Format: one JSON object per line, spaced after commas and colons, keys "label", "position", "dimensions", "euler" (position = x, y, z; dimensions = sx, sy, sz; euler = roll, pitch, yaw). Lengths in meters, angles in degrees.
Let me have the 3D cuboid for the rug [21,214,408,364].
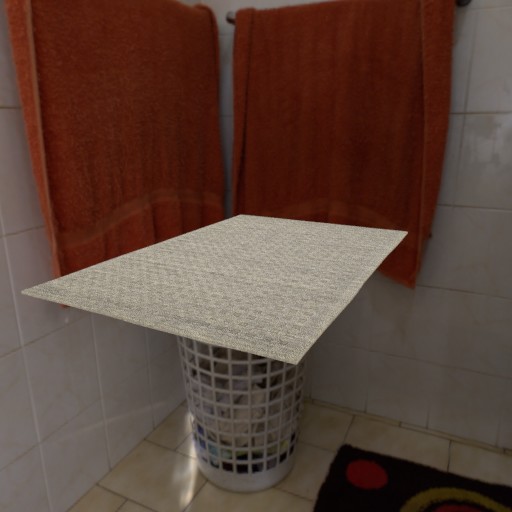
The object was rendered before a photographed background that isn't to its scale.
{"label": "rug", "position": [0.000, 0.000, 2.902], "dimensions": [1.532, 0.018, 2.297], "euler": [8, 18, 26]}
